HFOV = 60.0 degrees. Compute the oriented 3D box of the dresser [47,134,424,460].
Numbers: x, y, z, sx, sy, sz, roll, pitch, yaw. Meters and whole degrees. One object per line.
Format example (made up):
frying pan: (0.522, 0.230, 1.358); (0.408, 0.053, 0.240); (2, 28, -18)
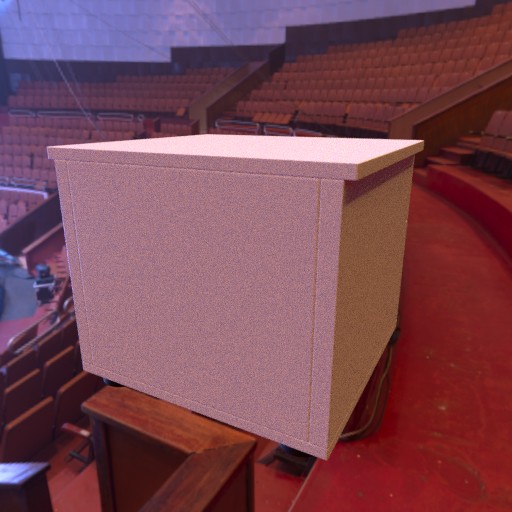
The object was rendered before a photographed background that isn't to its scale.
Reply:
dresser: (0.000, 0.000, 0.727); (0.430, 0.360, 0.400); (9, 20, 27)
